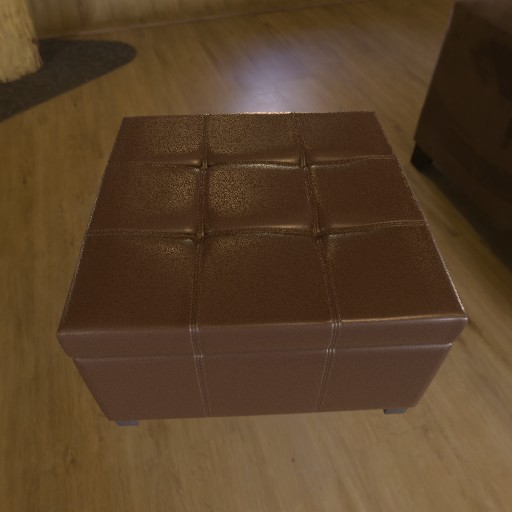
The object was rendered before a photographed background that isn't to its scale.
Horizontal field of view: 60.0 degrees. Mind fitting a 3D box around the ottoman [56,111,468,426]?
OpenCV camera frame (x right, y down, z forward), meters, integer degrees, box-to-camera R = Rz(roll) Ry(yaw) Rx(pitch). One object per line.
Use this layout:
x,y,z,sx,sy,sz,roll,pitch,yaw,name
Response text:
0.000,0.000,1.239,0.788,0.460,0.787,-2,47,-2,ottoman
